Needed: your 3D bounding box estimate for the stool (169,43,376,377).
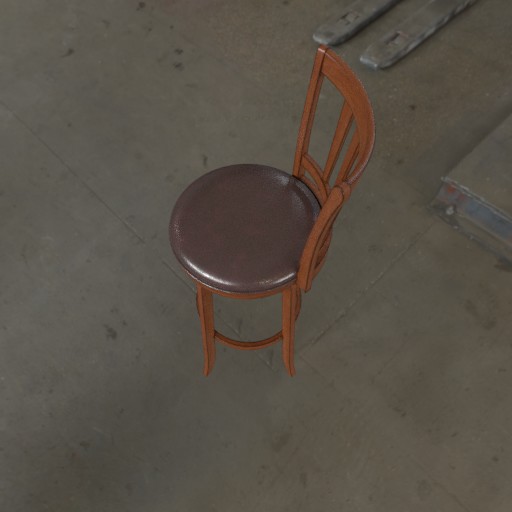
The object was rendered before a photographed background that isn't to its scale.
[{"bbox_3d":[0.000,0.000,1.427,0.503,1.177,0.464,0,58,0],"label":"stool"}]
